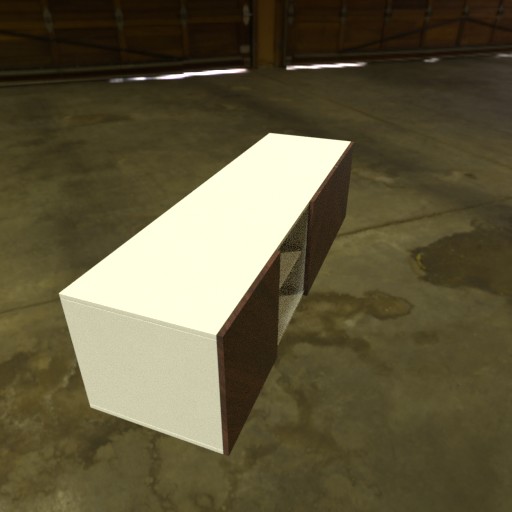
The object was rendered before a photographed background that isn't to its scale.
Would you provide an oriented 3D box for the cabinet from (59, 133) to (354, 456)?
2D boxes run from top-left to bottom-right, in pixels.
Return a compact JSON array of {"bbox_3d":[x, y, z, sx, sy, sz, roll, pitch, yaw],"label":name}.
[{"bbox_3d":[0.000,0.000,1.727,0.431,0.533,1.499,11,33,18],"label":"cabinet"}]
